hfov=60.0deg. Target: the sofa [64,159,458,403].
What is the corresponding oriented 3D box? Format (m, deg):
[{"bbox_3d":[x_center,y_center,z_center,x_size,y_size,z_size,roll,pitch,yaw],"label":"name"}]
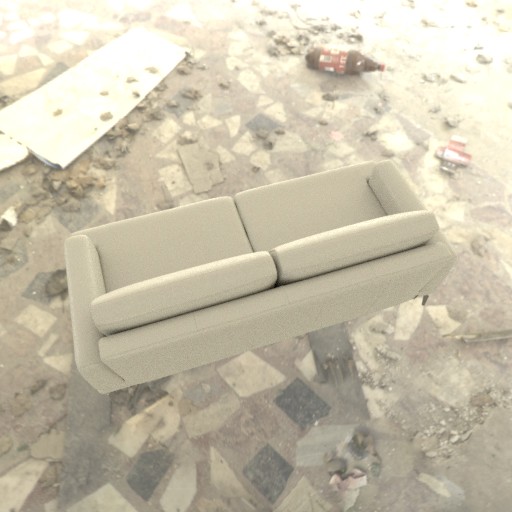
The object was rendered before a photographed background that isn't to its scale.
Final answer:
[{"bbox_3d":[0.000,0.000,2.426,1.940,0.765,0.974,-15,58,-10],"label":"sofa"}]
